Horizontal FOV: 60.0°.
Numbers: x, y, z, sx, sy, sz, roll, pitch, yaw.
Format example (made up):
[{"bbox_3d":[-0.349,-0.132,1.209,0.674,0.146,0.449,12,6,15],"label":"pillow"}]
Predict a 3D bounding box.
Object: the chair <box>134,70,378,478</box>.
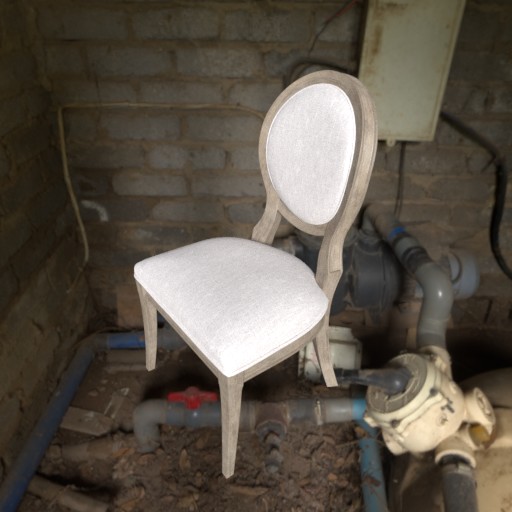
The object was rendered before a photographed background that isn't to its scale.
[{"bbox_3d":[0.000,0.000,1.328,0.602,0.990,0.558,-21,37,-31],"label":"chair"}]
